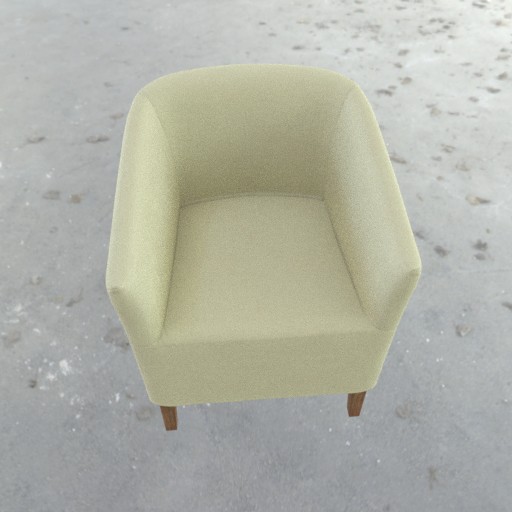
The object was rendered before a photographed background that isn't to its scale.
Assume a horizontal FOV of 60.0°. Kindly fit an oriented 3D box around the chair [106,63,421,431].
[{"bbox_3d":[0.000,0.000,1.263,0.643,0.822,0.657,-3,47,-3],"label":"chair"}]
